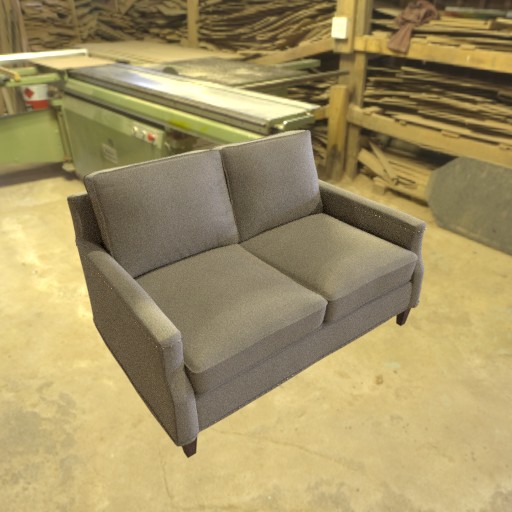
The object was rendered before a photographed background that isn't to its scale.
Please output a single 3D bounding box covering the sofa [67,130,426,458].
[{"bbox_3d":[0.000,0.000,2.343,1.597,1.003,1.084,-21,36,-31],"label":"sofa"}]
